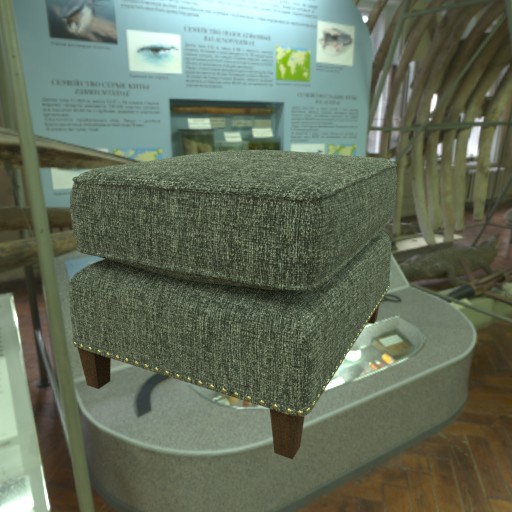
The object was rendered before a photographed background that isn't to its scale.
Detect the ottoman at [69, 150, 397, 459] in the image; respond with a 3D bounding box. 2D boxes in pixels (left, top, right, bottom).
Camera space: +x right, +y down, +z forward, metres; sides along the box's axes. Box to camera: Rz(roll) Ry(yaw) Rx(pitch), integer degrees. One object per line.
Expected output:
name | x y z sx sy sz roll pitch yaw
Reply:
ottoman | 0.000 0.000 1.153 0.589 0.537 0.738 9 19 26
